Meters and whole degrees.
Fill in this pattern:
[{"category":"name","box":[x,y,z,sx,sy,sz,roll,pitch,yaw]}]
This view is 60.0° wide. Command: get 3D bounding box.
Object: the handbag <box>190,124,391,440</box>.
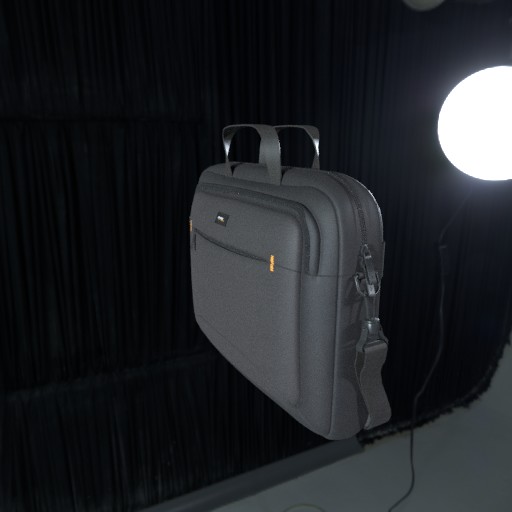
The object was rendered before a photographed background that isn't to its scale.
[{"category":"handbag","box":[0.000,0.000,0.584,0.126,0.330,0.429,-8,17,-28]}]
